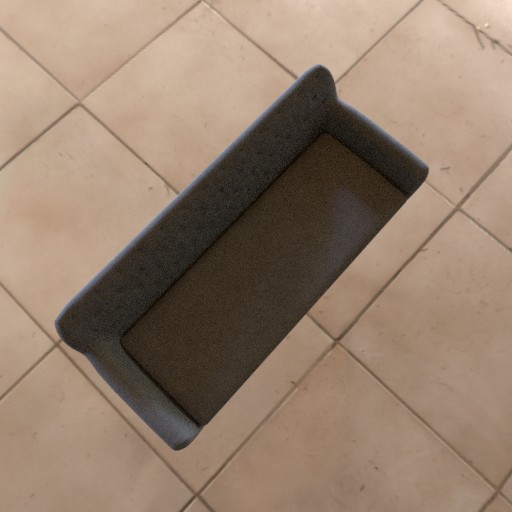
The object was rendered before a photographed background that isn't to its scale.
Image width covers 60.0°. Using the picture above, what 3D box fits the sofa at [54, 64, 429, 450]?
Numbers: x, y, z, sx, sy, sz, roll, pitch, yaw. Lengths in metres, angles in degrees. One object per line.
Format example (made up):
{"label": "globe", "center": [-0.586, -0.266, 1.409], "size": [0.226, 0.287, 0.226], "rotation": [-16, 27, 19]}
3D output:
{"label": "sofa", "center": [0.000, 0.000, 2.450], "size": [0.830, 0.830, 1.970], "rotation": [42, 80, 9]}
